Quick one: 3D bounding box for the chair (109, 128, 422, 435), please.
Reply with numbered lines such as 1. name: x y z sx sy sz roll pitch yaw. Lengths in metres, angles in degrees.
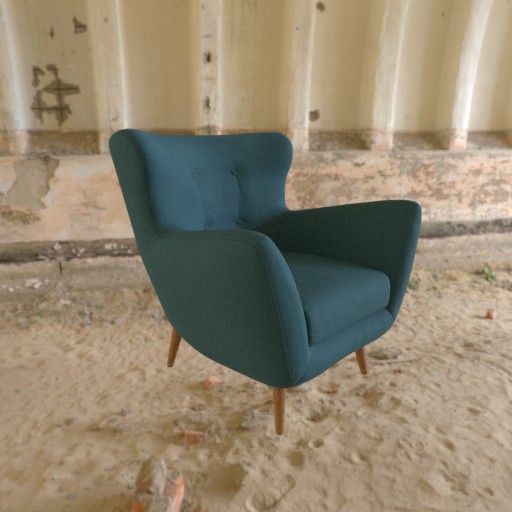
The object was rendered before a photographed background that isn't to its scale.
1. chair: 0.000 0.000 1.618 0.889 0.889 0.890 13 20 42
